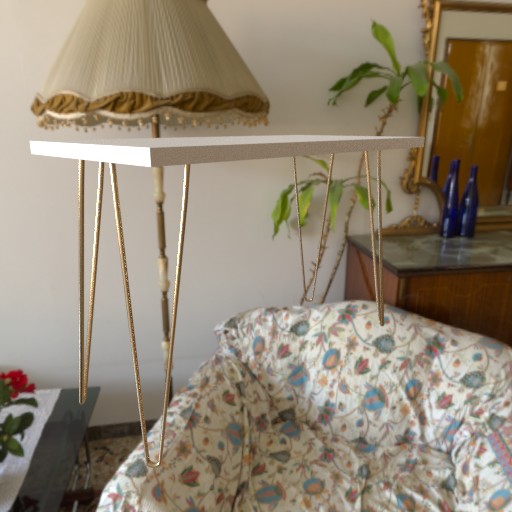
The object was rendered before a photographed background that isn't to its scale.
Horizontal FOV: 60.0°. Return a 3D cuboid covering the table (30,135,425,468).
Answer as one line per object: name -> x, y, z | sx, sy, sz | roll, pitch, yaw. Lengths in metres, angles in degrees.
table -> 0.000, 0.000, 1.290 | 0.498, 0.660, 0.991 | 15, 22, 42
